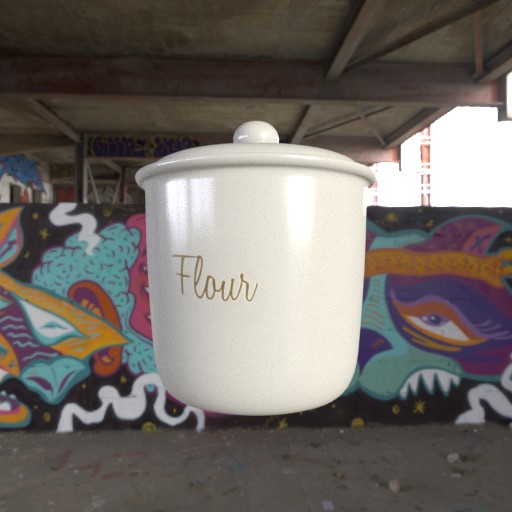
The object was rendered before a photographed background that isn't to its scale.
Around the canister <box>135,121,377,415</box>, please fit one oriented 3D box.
[{"bbox_3d":[0.000,0.000,0.345,0.182,0.208,0.182,0,-1,0],"label":"canister"}]
